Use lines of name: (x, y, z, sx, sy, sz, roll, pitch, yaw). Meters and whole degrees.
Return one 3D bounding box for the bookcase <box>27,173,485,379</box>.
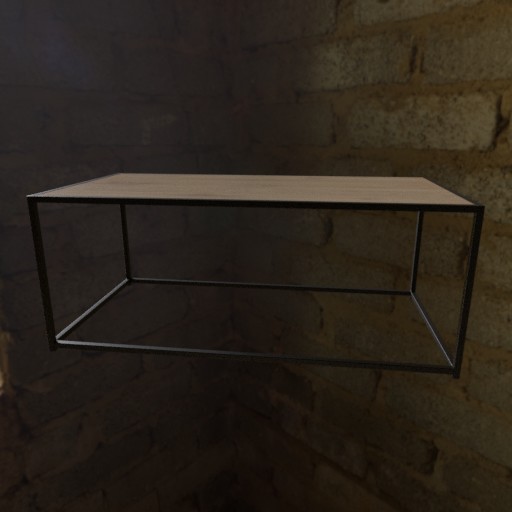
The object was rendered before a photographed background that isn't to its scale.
bookcase: (0.000, 0.000, 1.250, 1.000, 0.400, 0.500, 2, 17, 7)
